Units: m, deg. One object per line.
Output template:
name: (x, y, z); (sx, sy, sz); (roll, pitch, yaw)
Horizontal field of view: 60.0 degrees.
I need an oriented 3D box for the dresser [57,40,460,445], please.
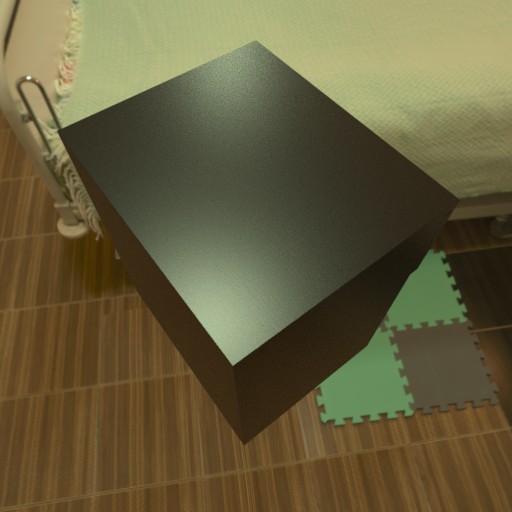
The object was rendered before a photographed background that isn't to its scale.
dresser: (0.000, 0.000, 0.761); (0.360, 0.470, 0.400); (-33, 64, -19)
